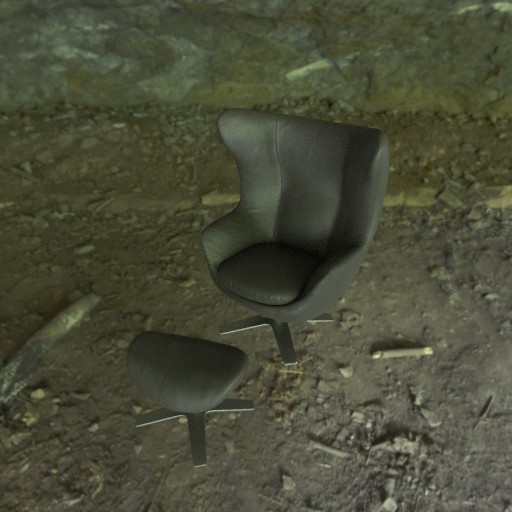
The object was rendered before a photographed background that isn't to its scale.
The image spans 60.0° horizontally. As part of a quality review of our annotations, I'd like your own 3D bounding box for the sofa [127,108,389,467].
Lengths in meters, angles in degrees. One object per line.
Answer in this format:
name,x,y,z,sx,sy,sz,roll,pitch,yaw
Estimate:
sofa,0.000,0.000,2.097,0.894,1.135,1.444,19,35,29
